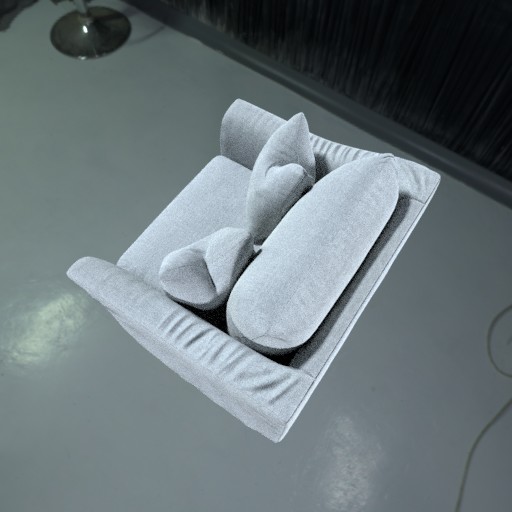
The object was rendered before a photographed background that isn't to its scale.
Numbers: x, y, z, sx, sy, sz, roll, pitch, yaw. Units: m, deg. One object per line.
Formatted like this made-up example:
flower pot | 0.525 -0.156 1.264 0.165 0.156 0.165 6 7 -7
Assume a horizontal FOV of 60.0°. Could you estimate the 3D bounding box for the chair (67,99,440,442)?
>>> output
chair | 0.000 0.000 2.043 1.071 1.059 1.194 32 67 15
